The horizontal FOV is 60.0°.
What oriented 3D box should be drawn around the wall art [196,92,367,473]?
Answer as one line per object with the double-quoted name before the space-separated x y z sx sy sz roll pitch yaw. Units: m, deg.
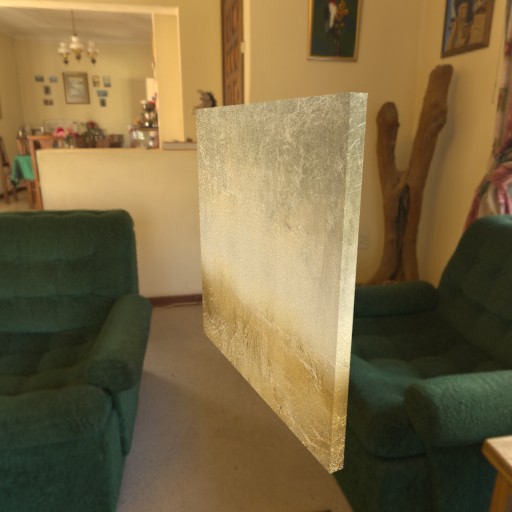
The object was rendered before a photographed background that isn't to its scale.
"wall art" 0.000 0.000 1.676 0.051 1.091 1.092 -8 18 -26
